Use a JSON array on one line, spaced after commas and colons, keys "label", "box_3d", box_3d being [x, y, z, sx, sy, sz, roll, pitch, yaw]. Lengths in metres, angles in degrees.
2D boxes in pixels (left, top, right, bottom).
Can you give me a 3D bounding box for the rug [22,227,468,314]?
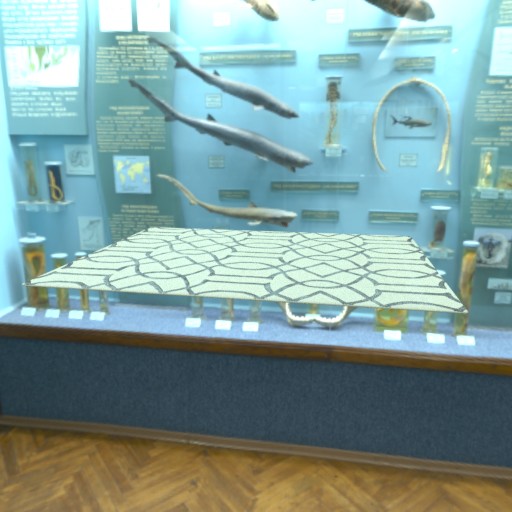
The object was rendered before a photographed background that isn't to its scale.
[{"label": "rug", "box_3d": [0.000, 0.000, 3.871, 2.910, 0.021, 2.211, 3, 14, 10]}]
